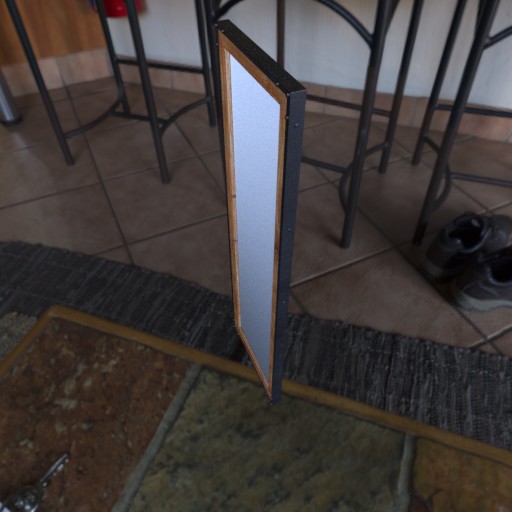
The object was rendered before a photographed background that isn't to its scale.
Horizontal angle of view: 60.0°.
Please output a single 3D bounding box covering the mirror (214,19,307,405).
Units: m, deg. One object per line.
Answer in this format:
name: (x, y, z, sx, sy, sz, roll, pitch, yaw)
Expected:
mirror: (0.000, 0.000, 1.192, 0.042, 1.080, 0.354, -17, 48, -16)
